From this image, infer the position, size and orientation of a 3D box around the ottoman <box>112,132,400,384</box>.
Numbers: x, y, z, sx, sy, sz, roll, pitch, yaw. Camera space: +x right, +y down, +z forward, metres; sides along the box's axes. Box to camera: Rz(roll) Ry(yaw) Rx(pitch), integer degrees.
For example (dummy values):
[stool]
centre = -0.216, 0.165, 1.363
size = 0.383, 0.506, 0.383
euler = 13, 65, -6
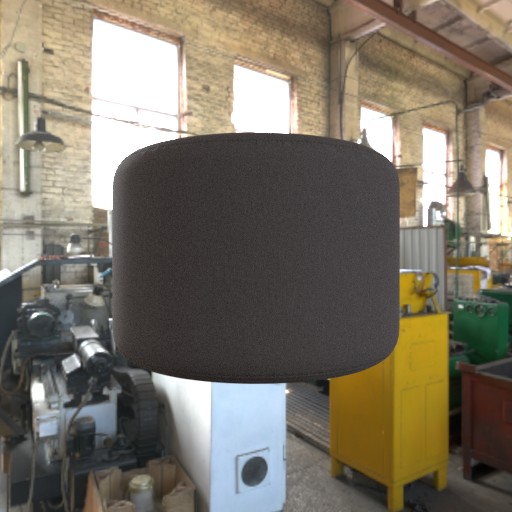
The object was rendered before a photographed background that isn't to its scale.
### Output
[ottoman]
centre = 0.000, 0.000, 0.985
size = 0.608, 0.433, 0.608
euler = 0, 0, 0
